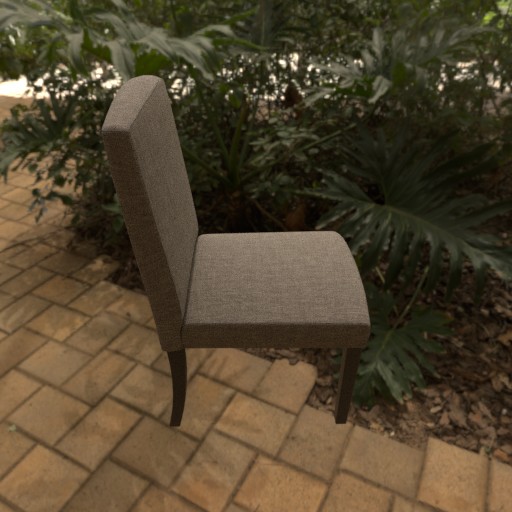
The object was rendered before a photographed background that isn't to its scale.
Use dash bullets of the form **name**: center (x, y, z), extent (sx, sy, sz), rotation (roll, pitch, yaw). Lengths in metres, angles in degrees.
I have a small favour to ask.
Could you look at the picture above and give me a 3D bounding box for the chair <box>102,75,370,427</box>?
- **chair**: center (0.000, 0.000, 1.220), extent (0.580, 0.917, 0.451), rotation (-1, 33, -1)
